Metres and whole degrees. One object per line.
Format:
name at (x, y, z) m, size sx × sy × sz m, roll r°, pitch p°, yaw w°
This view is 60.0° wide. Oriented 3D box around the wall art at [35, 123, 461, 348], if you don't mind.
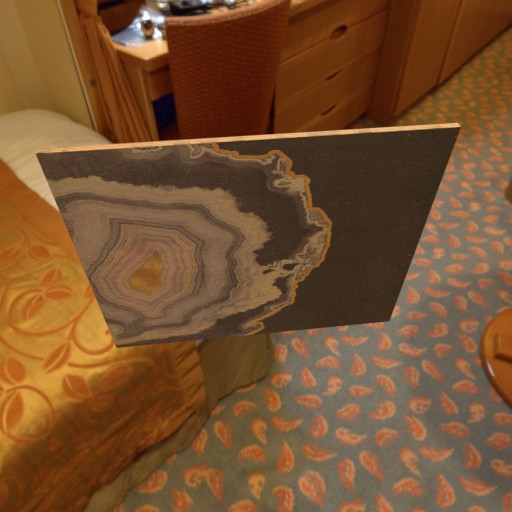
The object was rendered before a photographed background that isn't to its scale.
wall art at (0.000, 0.000, 0.676) m, size 0.508 × 0.408 × 0.010 m, roll -5°, pitch 46°, yaw -5°
